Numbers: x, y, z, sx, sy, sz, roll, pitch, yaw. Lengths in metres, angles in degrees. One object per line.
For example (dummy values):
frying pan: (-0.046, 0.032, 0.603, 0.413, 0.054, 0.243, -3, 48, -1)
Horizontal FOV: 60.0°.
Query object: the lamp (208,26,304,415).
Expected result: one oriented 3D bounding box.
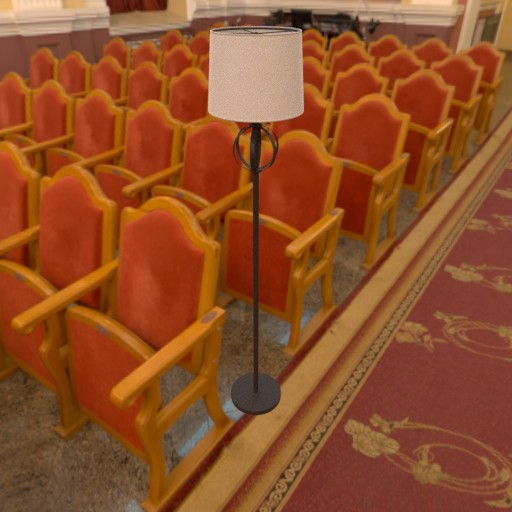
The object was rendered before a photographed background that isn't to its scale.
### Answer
lamp: (0.000, 0.000, 1.605, 0.286, 1.462, 0.286, 21, 37, 30)
